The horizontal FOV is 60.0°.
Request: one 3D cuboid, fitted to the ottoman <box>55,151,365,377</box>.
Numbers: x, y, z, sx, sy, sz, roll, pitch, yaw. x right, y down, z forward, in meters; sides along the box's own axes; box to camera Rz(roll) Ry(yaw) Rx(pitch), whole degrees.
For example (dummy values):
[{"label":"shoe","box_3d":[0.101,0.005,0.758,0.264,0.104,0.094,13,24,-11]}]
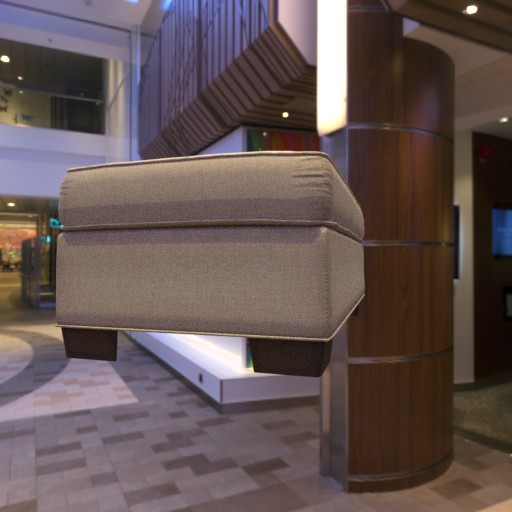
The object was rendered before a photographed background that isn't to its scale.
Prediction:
[{"label":"ottoman","box_3d":[0.000,0.000,1.413,0.617,0.461,1.097,0,0,17]}]
